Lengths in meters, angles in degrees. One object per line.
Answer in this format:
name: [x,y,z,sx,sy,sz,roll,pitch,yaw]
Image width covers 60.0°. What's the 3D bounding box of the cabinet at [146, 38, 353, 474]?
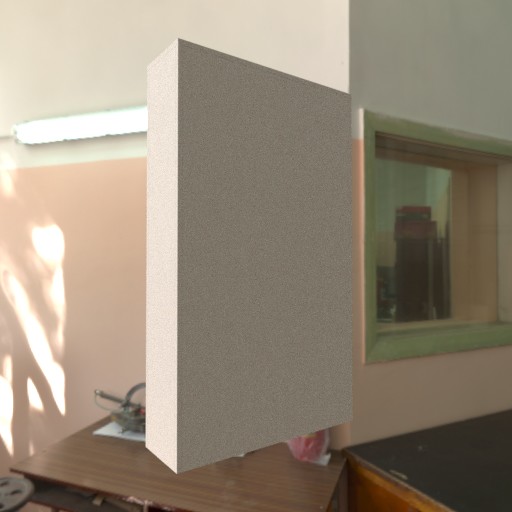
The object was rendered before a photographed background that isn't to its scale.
cabinet: [0.000,0.000,1.621,0.750,1.280,0.250,1,-1,-36]
